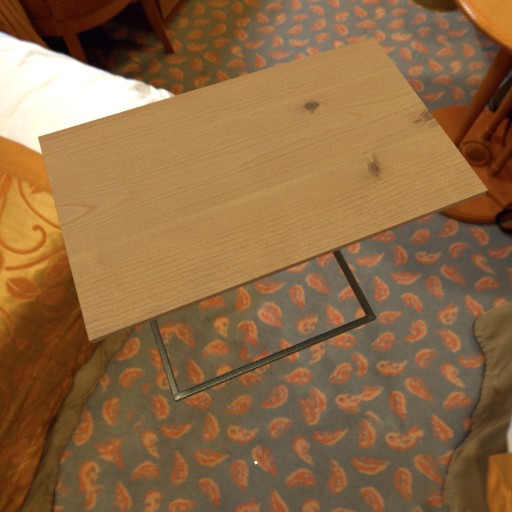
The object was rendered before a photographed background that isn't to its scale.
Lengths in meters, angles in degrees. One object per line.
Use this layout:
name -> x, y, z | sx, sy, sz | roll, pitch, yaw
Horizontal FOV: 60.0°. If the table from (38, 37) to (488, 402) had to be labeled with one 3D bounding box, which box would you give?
table -> 0.000, 0.000, 0.979 | 0.597, 0.673, 0.351 | -20, 67, -9
